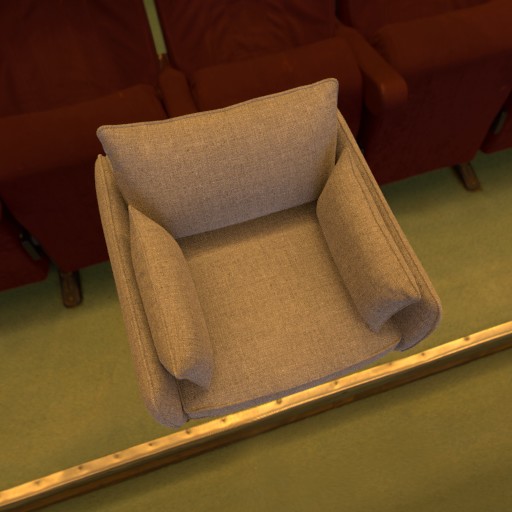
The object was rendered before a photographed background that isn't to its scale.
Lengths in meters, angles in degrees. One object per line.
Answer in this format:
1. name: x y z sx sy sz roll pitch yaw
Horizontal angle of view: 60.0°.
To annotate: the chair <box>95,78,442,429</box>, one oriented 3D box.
1. chair: 0.000 0.000 1.633 0.993 0.839 0.976 -16 66 -8
